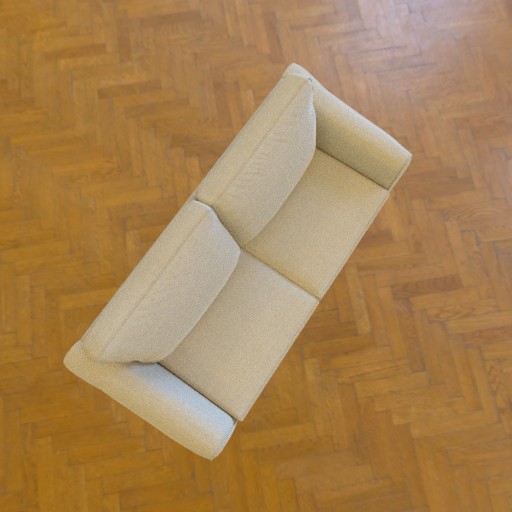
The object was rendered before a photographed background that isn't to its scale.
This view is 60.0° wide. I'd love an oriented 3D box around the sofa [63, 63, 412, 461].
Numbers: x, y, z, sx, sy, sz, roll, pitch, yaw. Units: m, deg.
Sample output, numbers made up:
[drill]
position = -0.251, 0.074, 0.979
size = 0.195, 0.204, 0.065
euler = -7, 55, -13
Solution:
[sofa]
position = 0.000, 0.000, 2.774
size = 0.980, 0.965, 2.270
euler = 34, 78, 8
